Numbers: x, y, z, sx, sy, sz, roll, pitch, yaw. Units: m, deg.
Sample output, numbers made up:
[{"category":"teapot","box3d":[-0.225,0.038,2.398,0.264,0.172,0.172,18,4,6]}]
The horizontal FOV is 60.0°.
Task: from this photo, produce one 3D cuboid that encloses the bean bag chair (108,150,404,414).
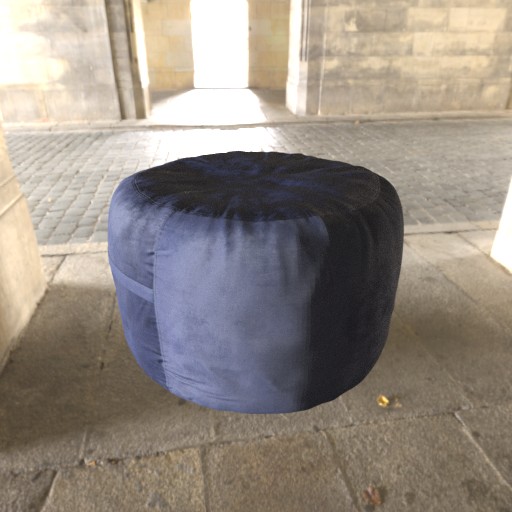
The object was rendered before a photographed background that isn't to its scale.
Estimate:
[{"category":"bean bag chair","box3d":[0.000,0.000,1.955,1.219,0.762,1.219,0,26,0]}]
